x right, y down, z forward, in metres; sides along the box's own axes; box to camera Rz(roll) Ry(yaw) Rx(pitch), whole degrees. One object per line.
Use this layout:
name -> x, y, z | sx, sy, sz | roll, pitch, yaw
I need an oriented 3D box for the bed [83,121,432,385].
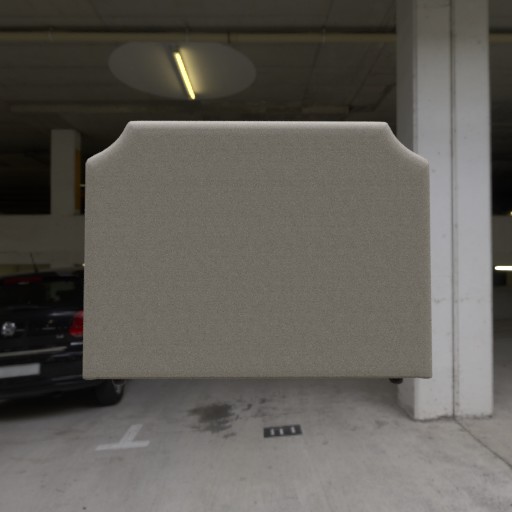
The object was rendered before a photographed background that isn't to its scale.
bed -> 0.000, 0.000, 3.187 | 1.693, 1.290, 2.116 | 0, -1, -1
